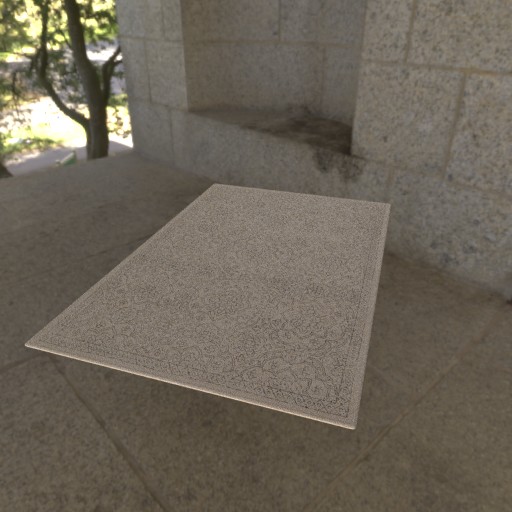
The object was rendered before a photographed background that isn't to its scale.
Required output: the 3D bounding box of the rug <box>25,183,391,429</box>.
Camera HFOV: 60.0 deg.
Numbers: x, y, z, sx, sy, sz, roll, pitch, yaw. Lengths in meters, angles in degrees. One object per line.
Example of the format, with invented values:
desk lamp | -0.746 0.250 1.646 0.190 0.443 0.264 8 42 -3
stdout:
rug | 0.000 0.000 2.801 1.524 0.011 2.286 9 30 16
